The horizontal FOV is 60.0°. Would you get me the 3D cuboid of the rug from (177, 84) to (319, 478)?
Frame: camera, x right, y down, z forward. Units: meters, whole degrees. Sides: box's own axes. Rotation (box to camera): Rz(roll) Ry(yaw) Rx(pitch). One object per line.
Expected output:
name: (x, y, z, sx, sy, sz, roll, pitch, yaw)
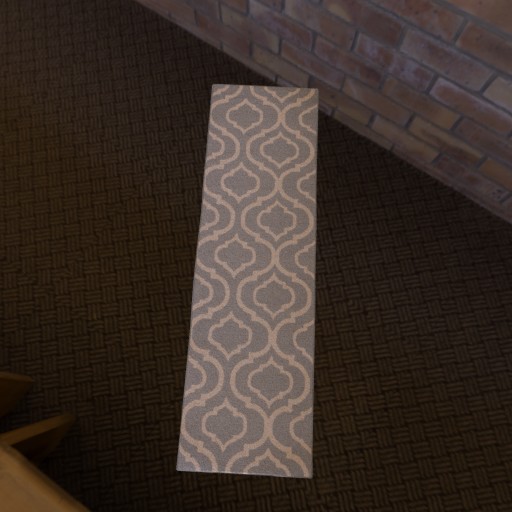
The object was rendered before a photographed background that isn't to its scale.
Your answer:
rug: (0.000, 0.000, 2.533, 0.684, 0.009, 2.275, 3, 74, 1)
